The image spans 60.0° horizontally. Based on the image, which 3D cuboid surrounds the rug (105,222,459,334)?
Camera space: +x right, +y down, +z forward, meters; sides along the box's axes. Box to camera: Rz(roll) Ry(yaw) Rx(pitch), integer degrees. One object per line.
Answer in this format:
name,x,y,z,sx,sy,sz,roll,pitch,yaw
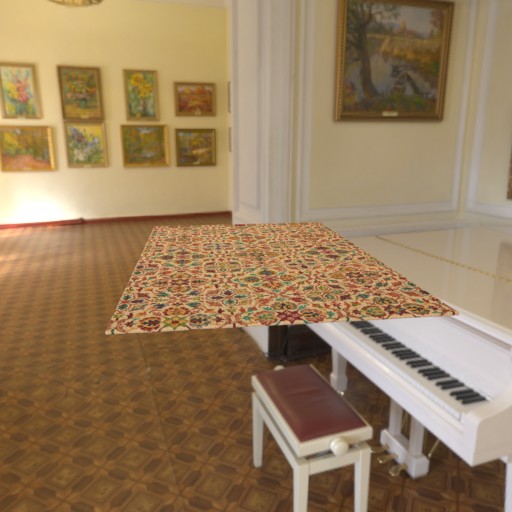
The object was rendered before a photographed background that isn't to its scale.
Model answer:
rug,0.000,0.000,2.989,1.541,0.018,2.297,-2,15,-7
